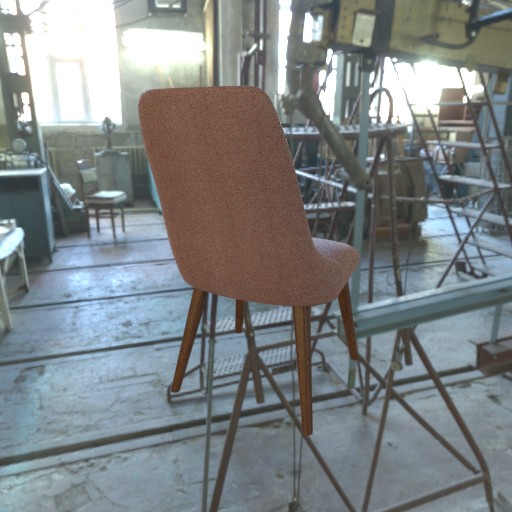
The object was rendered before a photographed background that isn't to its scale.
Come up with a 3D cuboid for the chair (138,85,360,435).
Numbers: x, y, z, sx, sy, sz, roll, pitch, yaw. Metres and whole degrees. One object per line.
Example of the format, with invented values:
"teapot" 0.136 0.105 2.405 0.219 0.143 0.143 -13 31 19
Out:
"chair" 0.000 0.000 1.342 0.535 0.918 0.707 9 19 26
